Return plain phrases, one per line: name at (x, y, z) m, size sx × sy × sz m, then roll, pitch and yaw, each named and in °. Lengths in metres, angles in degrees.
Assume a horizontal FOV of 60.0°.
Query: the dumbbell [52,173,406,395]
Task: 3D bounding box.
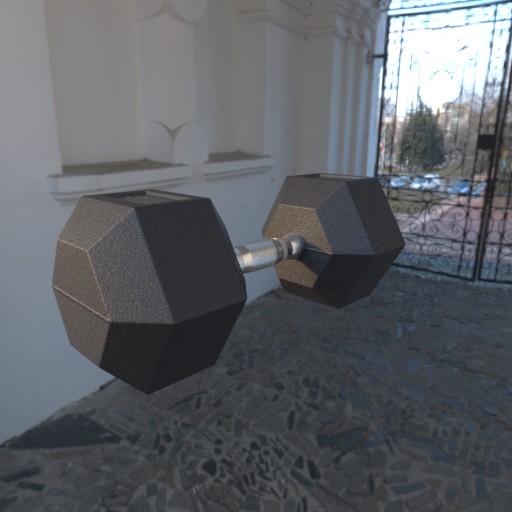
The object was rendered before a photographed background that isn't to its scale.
dumbbell at (0.000, 0.000, 0.470) m, size 0.384 × 0.150 × 0.173 m, roll -15°, pitch 21°, yaw -42°
